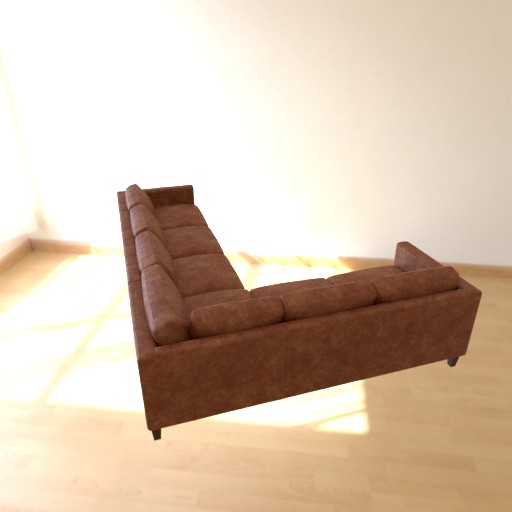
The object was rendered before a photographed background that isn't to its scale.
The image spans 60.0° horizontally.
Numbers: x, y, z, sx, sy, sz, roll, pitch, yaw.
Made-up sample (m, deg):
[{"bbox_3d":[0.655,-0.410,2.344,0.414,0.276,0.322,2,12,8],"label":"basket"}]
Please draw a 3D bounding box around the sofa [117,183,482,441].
[{"bbox_3d":[0.000,0.000,4.317,2.438,0.838,3.150,-8,28,-16],"label":"sofa"}]
